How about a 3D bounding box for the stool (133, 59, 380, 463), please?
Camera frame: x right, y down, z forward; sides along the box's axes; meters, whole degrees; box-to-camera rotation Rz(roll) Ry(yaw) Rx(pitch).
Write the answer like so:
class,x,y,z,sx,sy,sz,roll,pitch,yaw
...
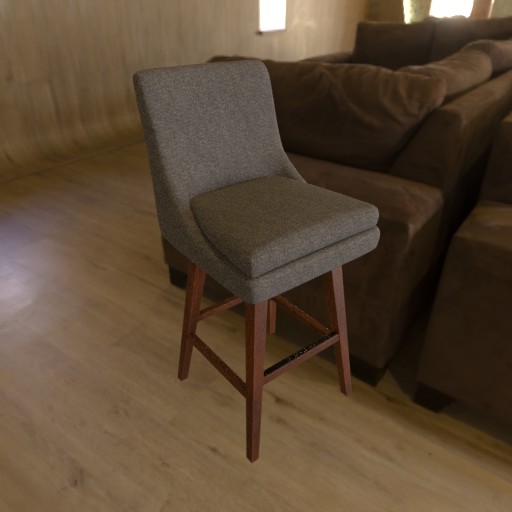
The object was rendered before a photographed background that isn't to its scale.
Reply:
class,x,y,z,sx,sy,sz,roll,pitch,yaw
stool,0.000,0.000,1.389,0.489,1.068,0.572,-21,36,-32
